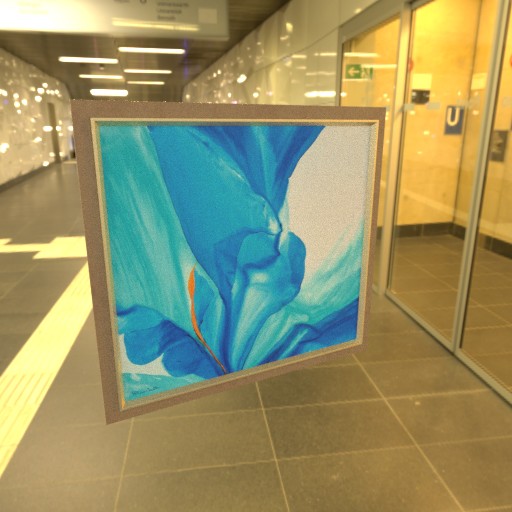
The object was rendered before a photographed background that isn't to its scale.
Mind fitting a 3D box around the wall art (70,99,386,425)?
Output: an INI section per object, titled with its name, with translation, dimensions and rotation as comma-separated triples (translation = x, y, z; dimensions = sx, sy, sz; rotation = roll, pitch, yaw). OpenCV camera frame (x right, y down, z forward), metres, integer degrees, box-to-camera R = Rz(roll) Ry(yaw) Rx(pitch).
[wall art]
translation = 0.000, 0.000, 1.644
dimensions = 1.168, 1.067, 0.025
rotation = -8, 18, -26
